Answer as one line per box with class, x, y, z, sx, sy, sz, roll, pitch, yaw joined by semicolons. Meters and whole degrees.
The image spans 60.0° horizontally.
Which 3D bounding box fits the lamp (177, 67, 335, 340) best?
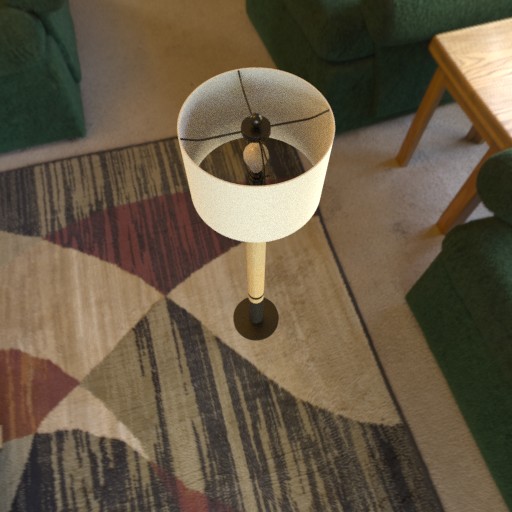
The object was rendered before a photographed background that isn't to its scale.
lamp;0.000;0.000;1.708;0.381;1.478;0.381;-31;67;-15
